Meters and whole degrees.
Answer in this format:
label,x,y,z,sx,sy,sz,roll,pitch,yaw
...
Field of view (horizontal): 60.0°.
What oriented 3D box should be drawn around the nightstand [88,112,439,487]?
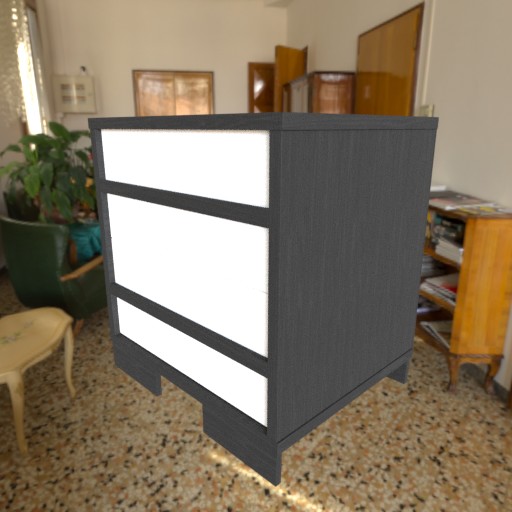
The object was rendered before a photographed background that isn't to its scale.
label,x,y,z,sx,sy,sz,roll,pitch,yaw
nightstand,0.000,0.000,0.751,0.347,0.448,0.427,-15,22,-42
